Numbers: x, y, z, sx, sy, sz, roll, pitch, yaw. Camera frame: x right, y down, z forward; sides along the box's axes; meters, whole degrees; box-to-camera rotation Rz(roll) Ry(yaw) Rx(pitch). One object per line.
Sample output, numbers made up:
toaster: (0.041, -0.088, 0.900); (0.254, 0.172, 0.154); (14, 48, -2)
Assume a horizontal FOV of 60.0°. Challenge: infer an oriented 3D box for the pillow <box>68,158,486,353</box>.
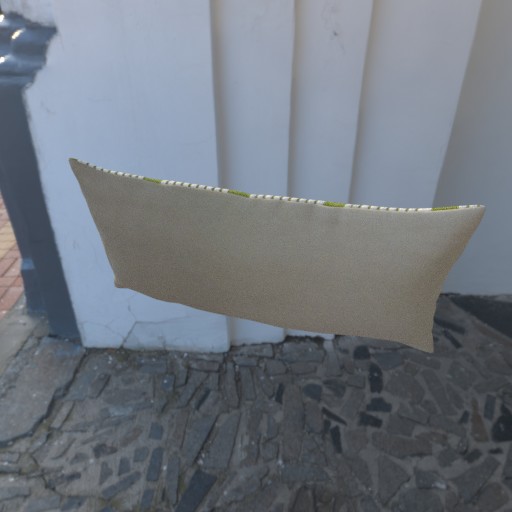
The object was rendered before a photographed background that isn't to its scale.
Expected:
pillow: (0.000, 0.000, 0.720); (0.608, 0.292, 0.156); (10, 33, 15)
